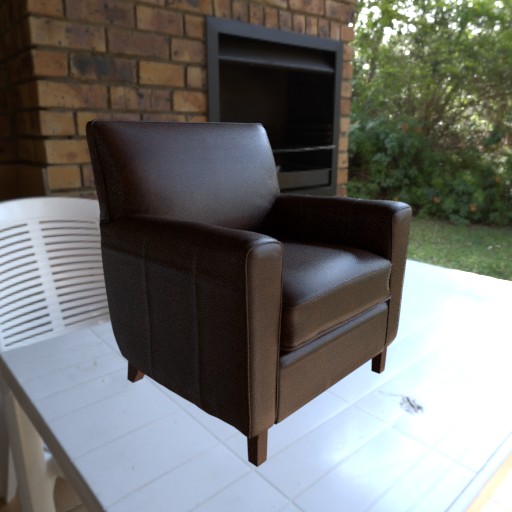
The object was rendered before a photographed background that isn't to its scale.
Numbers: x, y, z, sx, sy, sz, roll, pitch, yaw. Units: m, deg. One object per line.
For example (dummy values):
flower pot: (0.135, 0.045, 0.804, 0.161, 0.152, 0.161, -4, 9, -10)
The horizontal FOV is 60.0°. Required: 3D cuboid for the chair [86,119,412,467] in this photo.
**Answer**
chair: (0.000, 0.000, 1.601, 0.823, 0.943, 0.870, 14, 21, 42)
